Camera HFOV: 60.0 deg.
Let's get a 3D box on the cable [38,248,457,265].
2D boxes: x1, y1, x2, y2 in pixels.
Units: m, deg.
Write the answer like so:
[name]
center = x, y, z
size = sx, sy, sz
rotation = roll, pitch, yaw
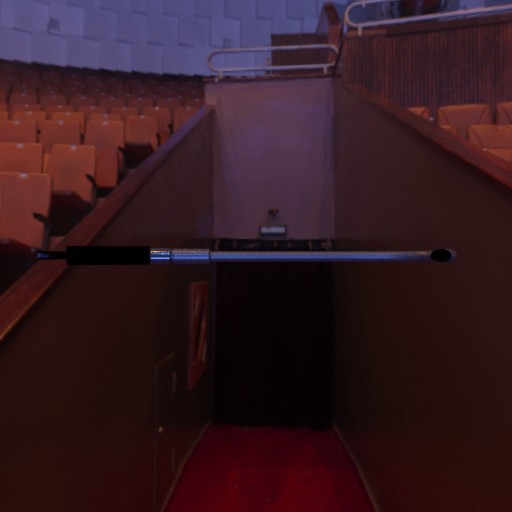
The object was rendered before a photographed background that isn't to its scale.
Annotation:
[cable]
center = 0.000, 0.000, 0.111
size = 0.098, 0.005, 0.041
rotation = 0, -1, 1
